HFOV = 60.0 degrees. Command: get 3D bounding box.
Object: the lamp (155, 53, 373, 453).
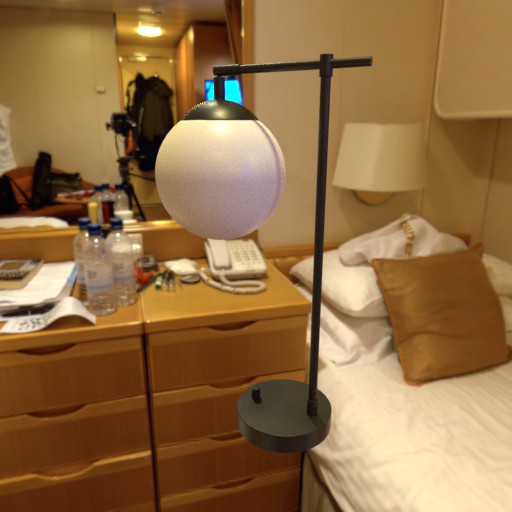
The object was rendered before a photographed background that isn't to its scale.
[{"bbox_3d":[0.000,0.000,0.684,0.316,0.559,0.197,8,18,26],"label":"lamp"}]
